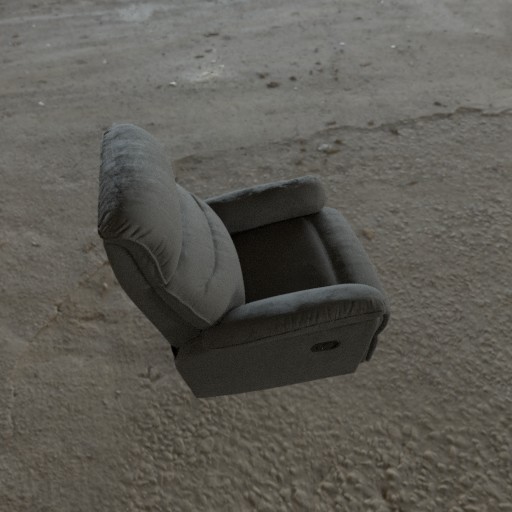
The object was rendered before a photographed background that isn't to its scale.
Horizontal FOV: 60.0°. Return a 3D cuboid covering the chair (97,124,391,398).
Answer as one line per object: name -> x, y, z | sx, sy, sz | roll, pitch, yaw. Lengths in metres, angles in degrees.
chair -> 0.000, 0.000, 1.800 | 1.004, 1.037, 0.820 | -9, 47, -9
